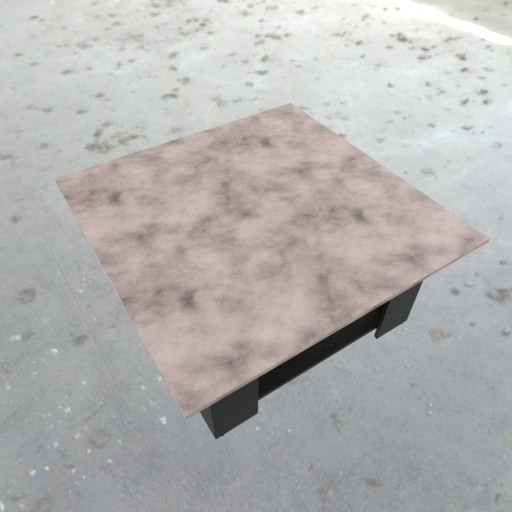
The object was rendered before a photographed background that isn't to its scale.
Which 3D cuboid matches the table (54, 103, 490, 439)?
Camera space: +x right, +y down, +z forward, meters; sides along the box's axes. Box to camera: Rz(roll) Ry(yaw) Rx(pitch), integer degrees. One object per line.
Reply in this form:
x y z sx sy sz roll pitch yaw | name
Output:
0.000 0.000 1.055 0.670 0.305 0.670 -25 51 -22 | table
